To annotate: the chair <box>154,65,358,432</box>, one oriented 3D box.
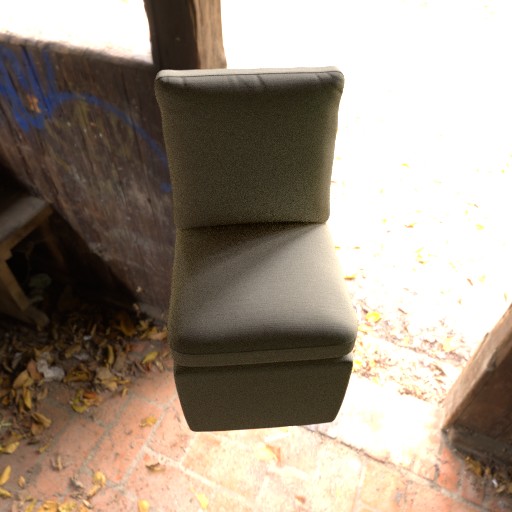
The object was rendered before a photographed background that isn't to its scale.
[{"bbox_3d":[0.000,0.000,1.318,0.503,0.927,0.698,-3,47,-3],"label":"chair"}]
